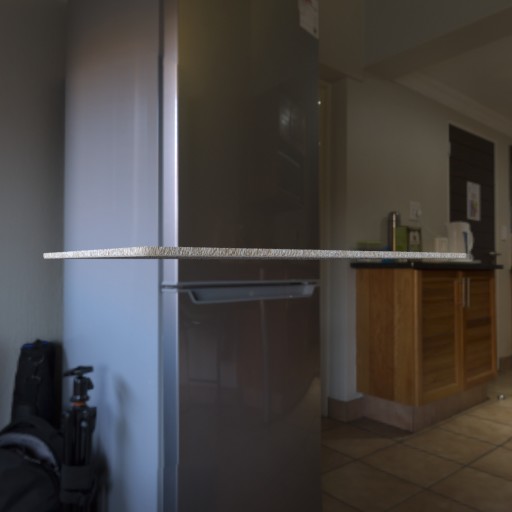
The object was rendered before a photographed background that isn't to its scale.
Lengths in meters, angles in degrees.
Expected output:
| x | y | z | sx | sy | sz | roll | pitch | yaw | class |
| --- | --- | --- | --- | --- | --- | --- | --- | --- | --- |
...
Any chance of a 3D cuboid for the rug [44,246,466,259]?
| x | y | z | sx | sy | sz | roll | pitch | yaw | class |
| --- | --- | --- | --- | --- | --- | --- | --- | --- | --- |
| 0.000 | 0.000 | 2.076 | 1.600 | 0.025 | 1.199 | 1 | -1 | -37 | rug |
